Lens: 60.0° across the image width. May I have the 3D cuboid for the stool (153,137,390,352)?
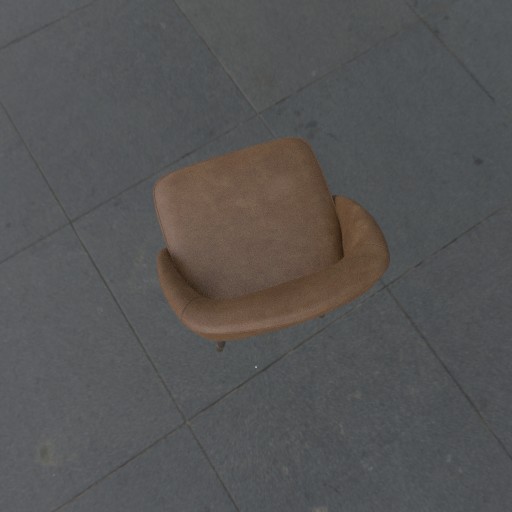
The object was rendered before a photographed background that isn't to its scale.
[{"bbox_3d":[0.000,0.000,1.304,0.494,1.037,0.509,-18,77,-4],"label":"stool"}]
